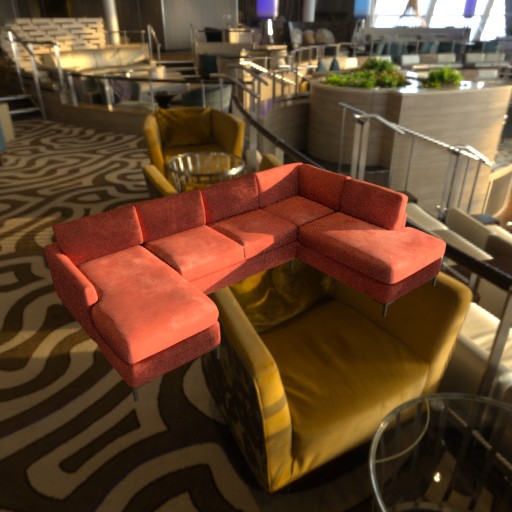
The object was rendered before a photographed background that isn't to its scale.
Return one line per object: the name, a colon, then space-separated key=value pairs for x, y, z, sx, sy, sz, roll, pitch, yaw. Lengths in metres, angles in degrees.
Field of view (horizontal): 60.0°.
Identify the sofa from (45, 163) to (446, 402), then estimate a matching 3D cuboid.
sofa: x=0.000 y=0.000 z=3.910 sx=2.971 sy=0.858 sz=1.981 roll=-21 pitch=35 yaw=-34
